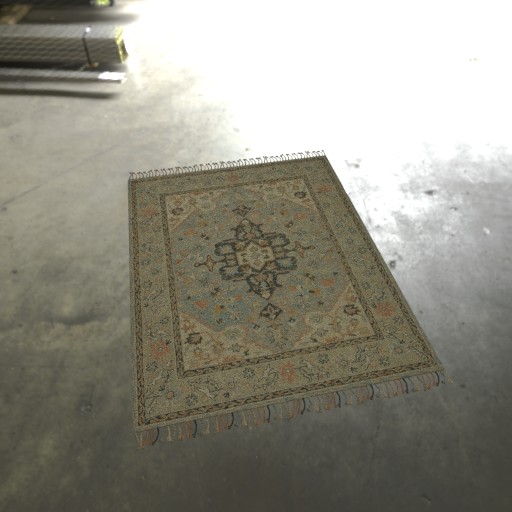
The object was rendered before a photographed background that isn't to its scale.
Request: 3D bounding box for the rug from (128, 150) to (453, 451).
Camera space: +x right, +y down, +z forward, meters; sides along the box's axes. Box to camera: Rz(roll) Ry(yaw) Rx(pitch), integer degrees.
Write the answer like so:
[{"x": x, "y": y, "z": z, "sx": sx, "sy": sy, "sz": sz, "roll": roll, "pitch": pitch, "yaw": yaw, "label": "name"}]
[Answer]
[{"x": 0.000, "y": 0.000, "z": 4.250, "sx": 2.379, "sy": 0.011, "sz": 3.221, "roll": -9, "pitch": 47, "yaw": -8, "label": "rug"}]
